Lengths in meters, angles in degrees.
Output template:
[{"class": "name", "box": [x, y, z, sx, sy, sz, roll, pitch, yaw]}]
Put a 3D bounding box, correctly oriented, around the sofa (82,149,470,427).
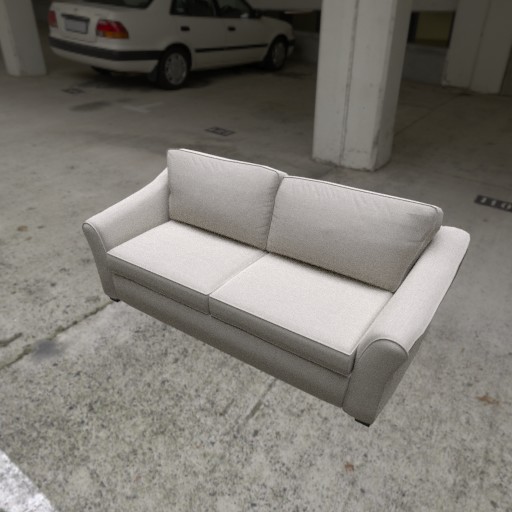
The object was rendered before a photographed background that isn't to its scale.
[{"class": "sofa", "box": [0.000, 0.000, 2.809, 2.270, 0.965, 0.980, 19, 35, 29]}]
